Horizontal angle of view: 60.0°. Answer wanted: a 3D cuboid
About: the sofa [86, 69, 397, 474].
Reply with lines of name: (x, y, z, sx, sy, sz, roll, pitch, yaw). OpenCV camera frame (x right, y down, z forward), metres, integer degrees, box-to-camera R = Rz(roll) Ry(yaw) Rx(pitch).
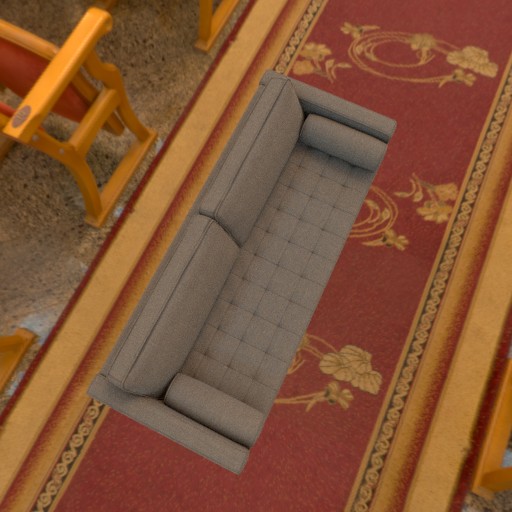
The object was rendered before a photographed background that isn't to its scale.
sofa: (0.000, 0.000, 2.665, 0.914, 0.762, 2.198, 25, 76, 7)
